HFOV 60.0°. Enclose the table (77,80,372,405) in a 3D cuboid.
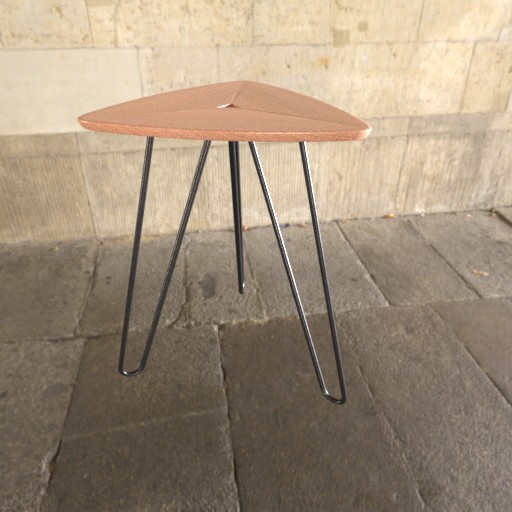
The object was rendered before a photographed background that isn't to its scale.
[{"bbox_3d":[0.000,0.000,0.877,0.455,0.564,0.442,21,37,31],"label":"table"}]
